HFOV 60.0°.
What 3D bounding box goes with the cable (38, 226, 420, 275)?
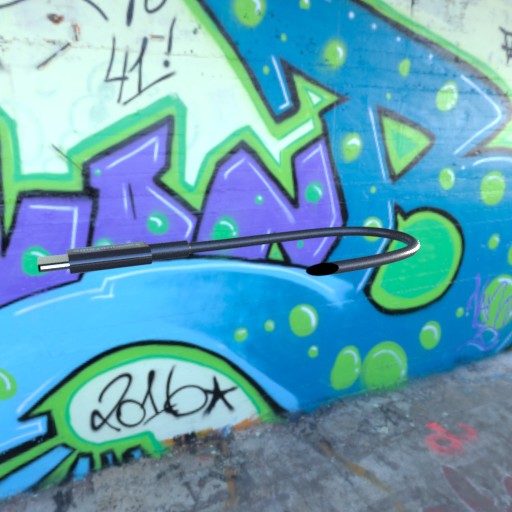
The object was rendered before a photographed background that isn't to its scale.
[{"bbox_3d":[0.000,0.000,0.111,0.098,0.006,0.040,-7,17,-24],"label":"cable"}]
